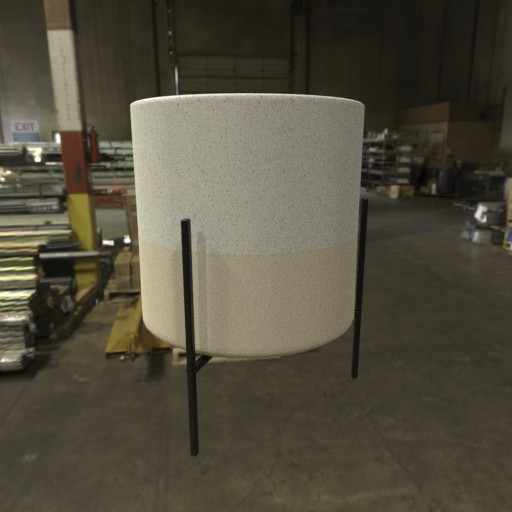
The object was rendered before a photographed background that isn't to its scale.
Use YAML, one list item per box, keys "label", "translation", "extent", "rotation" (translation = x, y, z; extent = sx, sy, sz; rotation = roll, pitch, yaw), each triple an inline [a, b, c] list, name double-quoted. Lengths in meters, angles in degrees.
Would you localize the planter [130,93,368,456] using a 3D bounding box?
- label: "planter"
  translation: [0.000, 0.000, 0.655]
  extent: [0.335, 0.423, 0.313]
  rotation: [-2, 14, -8]
